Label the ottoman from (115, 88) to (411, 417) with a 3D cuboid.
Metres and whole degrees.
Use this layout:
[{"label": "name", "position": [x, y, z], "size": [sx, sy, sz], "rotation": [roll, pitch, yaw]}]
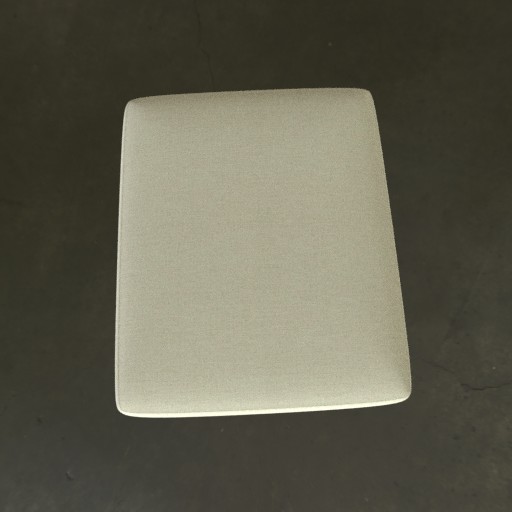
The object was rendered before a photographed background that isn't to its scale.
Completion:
[{"label": "ottoman", "position": [0.000, 0.000, 1.209], "size": [0.657, 0.453, 0.794], "rotation": [-3, 75, -1]}]
